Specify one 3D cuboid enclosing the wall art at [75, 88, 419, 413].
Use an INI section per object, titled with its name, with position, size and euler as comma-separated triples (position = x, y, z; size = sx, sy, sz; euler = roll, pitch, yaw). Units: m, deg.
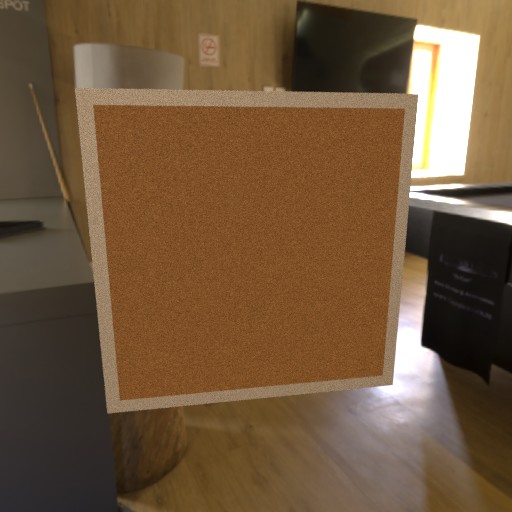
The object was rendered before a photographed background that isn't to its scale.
[wall art]
position = 0.000, 0.000, 0.730
size = 0.507, 0.508, 0.038
euler = -3, 15, -10
